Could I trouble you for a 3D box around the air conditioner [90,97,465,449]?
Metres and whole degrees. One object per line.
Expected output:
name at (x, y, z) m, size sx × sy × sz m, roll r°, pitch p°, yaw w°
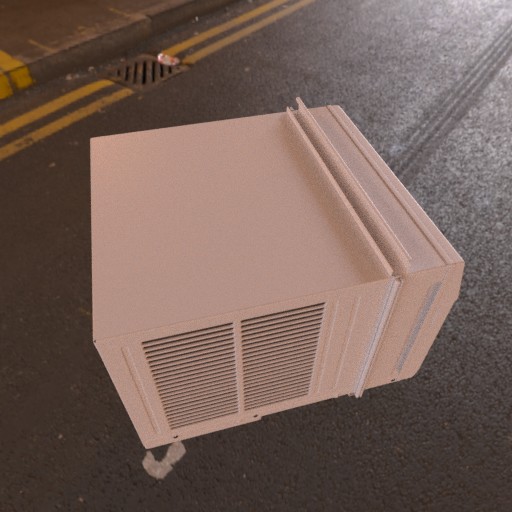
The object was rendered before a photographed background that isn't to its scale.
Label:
air conditioner at (0.000, 0.000, 0.872) m, size 0.546 × 0.388 × 0.503 m, roll -11°, pitch 47°, yaw -10°
